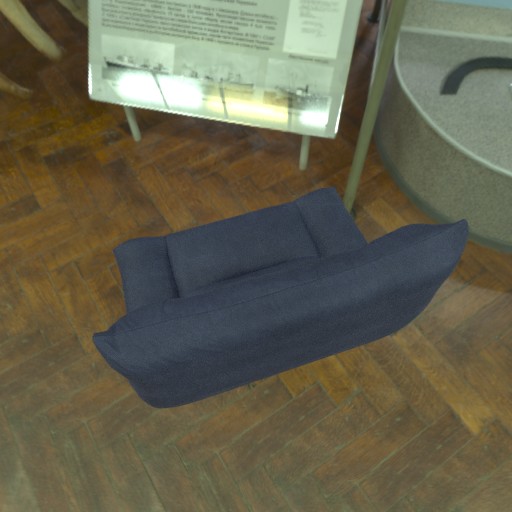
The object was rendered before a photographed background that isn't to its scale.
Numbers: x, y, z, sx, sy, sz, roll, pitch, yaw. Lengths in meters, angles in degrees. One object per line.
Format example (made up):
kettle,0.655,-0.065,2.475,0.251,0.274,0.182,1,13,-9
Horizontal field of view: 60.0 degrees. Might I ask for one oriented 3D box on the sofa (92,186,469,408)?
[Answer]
sofa,0.000,0.000,1.693,1.122,0.778,0.849,-16,60,-10
